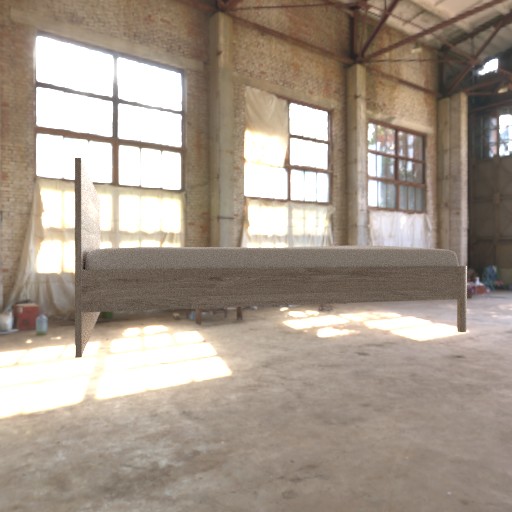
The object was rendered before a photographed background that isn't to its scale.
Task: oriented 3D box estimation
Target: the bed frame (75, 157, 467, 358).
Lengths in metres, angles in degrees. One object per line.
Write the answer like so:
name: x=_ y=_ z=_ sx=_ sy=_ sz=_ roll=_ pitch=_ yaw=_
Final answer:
bed frame: x=0.000 y=0.000 z=2.759 sx=1.950 sy=0.800 sz=1.490 roll=0 pitch=0 yaw=-17
